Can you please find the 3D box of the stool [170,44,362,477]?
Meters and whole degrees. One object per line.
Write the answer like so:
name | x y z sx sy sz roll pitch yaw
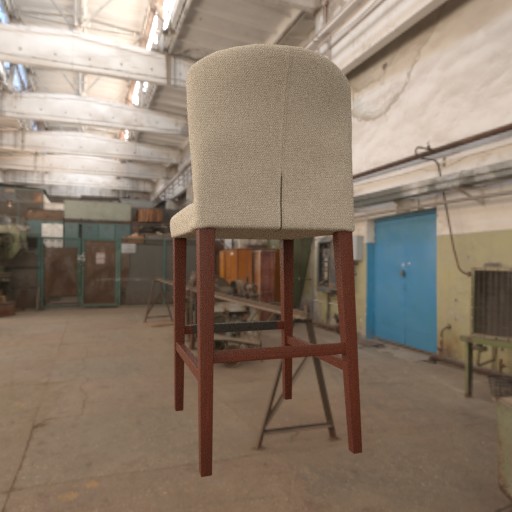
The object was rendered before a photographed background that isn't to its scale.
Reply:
stool | 0.000 0.000 1.380 0.481 1.069 0.568 0 0 -18
